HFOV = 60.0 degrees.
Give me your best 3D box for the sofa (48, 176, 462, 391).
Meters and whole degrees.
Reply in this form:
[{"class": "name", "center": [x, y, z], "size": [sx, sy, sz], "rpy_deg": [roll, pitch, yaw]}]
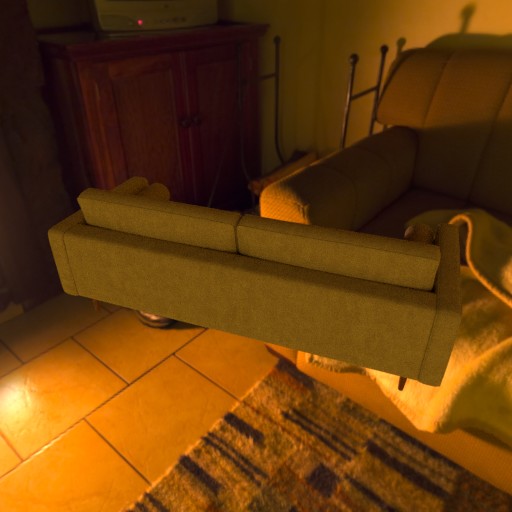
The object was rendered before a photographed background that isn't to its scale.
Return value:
[{"class": "sofa", "center": [0.000, 0.000, 2.632], "size": [2.200, 0.770, 0.919], "rpy_deg": [11, 34, 17]}]
